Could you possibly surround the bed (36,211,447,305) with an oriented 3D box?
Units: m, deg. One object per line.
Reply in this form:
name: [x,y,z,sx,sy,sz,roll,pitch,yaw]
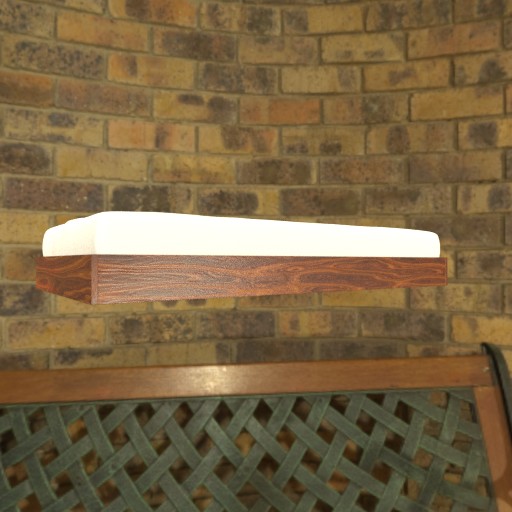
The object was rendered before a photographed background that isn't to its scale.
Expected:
bed: [0.000,0.000,2.233,1.860,0.312,0.940,0,-1,-35]
